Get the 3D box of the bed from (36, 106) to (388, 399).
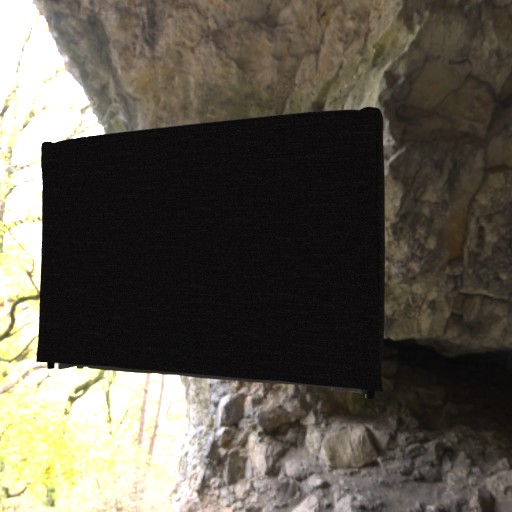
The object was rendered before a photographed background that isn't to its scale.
[{"bbox_3d":[0.000,0.000,3.323,1.925,1.332,2.276,0,-1,18],"label":"bed"}]
